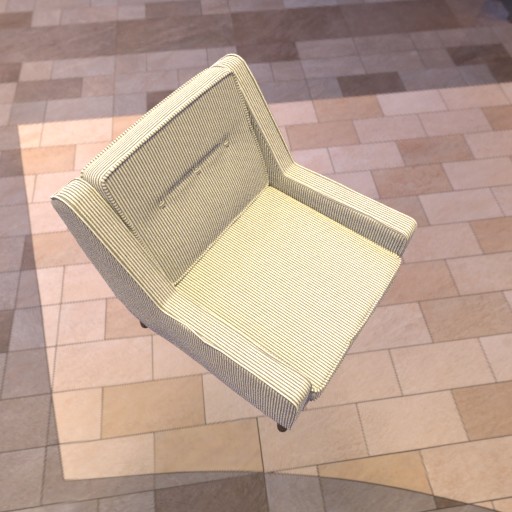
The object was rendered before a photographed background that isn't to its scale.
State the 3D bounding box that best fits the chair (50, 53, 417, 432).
[{"bbox_3d":[0.000,0.000,1.329,0.743,0.792,0.663,32,64,18],"label":"chair"}]
